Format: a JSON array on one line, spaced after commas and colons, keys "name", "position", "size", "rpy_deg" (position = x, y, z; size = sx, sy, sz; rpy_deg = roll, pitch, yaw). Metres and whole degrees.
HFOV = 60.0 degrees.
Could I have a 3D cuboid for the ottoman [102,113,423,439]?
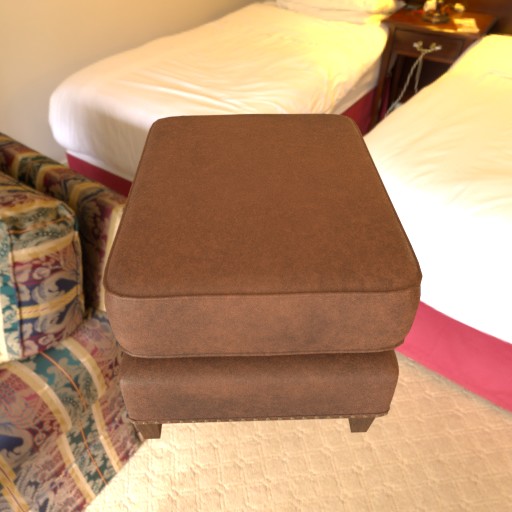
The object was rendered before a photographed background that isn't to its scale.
[{"name": "ottoman", "position": [0.000, 0.000, 1.137], "size": [0.589, 0.537, 0.738], "rpy_deg": [-1, 42, -1]}]
